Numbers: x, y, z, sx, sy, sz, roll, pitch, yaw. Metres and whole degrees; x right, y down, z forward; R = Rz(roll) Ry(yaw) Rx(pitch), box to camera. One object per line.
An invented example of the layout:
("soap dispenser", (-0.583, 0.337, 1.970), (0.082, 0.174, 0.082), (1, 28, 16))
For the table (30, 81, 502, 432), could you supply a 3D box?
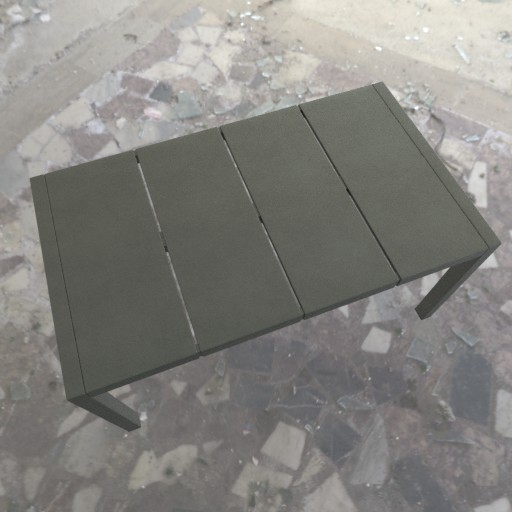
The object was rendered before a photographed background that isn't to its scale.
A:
("table", (0.000, 0.000, 1.231), (0.965, 0.460, 0.559), (-18, 63, -10))
